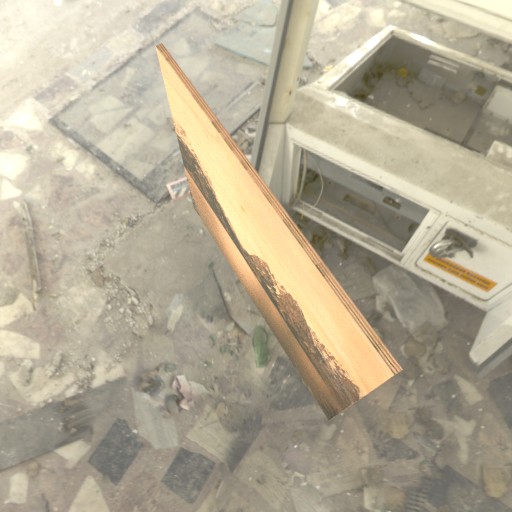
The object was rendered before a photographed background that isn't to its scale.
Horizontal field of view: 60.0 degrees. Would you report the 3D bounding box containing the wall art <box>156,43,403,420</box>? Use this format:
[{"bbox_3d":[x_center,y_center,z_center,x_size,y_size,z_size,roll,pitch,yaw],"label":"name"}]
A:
[{"bbox_3d":[0.000,0.000,0.685,0.010,0.408,0.508,-28,67,-13],"label":"wall art"}]
